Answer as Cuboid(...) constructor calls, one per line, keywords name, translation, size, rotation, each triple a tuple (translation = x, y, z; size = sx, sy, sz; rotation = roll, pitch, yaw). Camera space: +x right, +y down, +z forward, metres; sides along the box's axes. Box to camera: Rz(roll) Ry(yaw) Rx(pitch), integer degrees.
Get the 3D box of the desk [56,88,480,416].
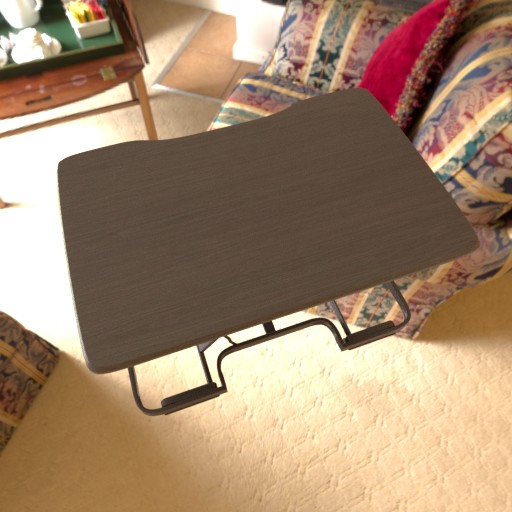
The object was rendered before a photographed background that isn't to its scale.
Cuboid(name="desk", translation=(0.000, 0.000, 1.159), size=(0.820, 0.470, 0.546), rotation=(-17, 59, -10))
